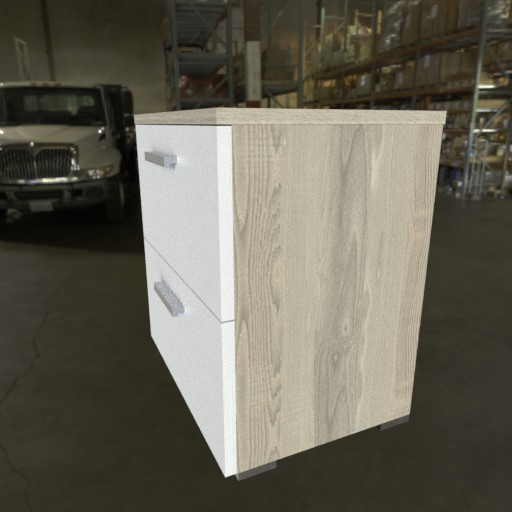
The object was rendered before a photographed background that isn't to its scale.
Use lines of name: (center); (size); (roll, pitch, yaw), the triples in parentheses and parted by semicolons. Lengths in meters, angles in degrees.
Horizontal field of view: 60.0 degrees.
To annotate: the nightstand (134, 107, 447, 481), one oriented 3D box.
nightstand: (0.000, 0.000, 0.752); (0.325, 0.461, 0.442); (-8, 18, -24)
